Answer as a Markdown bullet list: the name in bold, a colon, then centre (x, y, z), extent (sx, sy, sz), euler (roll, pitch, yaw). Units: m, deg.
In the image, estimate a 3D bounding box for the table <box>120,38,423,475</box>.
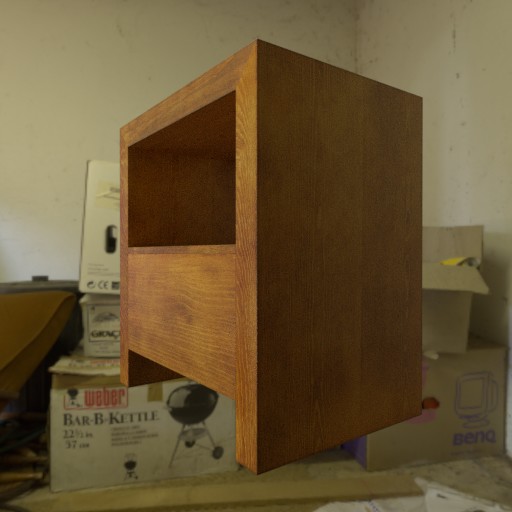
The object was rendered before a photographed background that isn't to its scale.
- **table**: centre (0.000, 0.000, 0.953), extent (0.400, 0.605, 0.550), euler (0, 0, -36)
